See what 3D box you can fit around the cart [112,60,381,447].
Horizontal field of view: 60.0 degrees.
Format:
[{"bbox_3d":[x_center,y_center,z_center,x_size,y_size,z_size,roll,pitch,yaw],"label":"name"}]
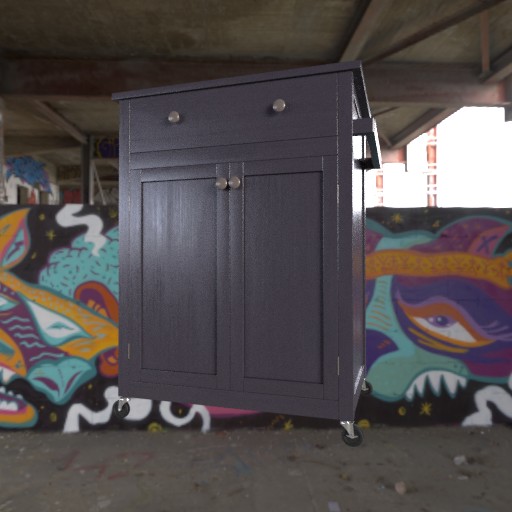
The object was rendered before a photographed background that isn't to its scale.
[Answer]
[{"bbox_3d":[0.000,0.000,1.293,0.690,0.878,0.449,0,-1,18],"label":"cart"}]
